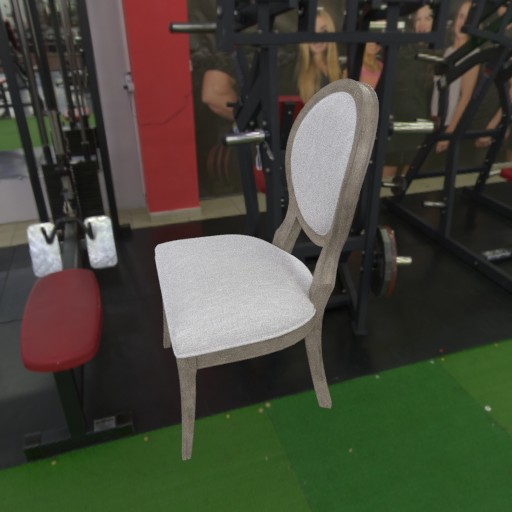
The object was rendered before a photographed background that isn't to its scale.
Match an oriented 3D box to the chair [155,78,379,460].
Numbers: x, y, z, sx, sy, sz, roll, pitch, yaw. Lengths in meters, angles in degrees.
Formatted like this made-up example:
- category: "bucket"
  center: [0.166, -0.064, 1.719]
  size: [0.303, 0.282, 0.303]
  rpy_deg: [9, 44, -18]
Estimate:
- category: "chair"
  center: [0.000, 0.000, 1.351]
  size: [0.602, 0.990, 0.558]
  rpy_deg: [-8, 30, -14]
